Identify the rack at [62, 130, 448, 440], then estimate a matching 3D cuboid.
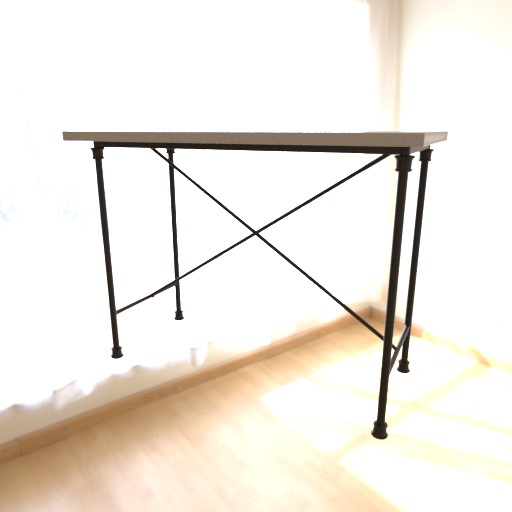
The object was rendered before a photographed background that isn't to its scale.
[{"bbox_3d":[0.000,0.000,1.625,1.159,0.880,0.613,8,18,26],"label":"rack"}]
